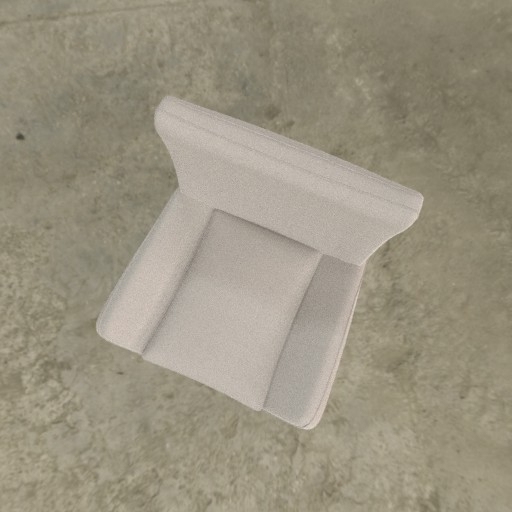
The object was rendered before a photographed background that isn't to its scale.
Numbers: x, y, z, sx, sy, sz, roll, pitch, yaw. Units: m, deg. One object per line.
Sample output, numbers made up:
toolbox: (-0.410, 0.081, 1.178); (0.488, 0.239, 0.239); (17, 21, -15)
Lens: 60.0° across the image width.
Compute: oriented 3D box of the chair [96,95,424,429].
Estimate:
chair: (0.000, 0.000, 1.651); (0.859, 0.855, 1.008); (23, 77, 6)
